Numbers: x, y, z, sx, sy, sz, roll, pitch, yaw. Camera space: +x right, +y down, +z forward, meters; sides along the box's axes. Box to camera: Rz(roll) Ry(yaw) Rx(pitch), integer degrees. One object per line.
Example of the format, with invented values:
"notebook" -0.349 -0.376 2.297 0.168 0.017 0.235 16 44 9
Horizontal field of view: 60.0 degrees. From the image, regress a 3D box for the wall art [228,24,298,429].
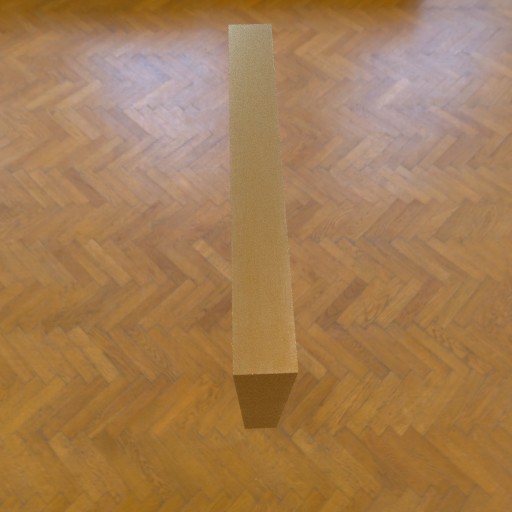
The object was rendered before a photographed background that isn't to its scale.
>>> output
"wall art" 0.000 0.000 0.460 0.038 0.305 0.306 -2 63 -1
